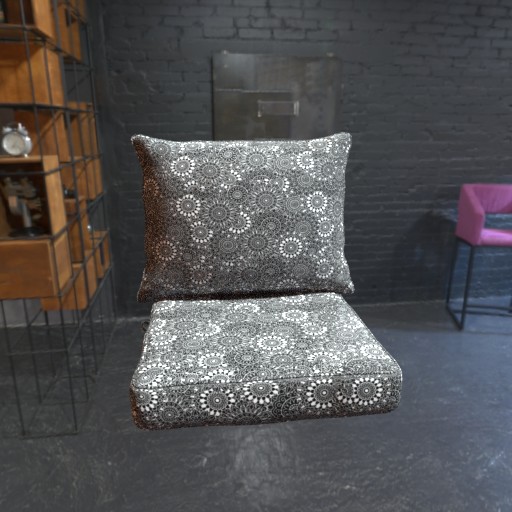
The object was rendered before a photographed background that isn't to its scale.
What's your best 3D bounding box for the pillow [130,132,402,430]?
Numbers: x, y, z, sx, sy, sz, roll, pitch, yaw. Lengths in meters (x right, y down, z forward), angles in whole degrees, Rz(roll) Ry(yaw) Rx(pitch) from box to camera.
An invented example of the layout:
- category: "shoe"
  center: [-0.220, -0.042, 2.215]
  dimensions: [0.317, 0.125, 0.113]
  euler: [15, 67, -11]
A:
- category: "pillow"
  center: [0.000, 0.000, 1.359]
  dimensions: [0.798, 0.722, 0.740]
  euler: [-2, 16, -6]
